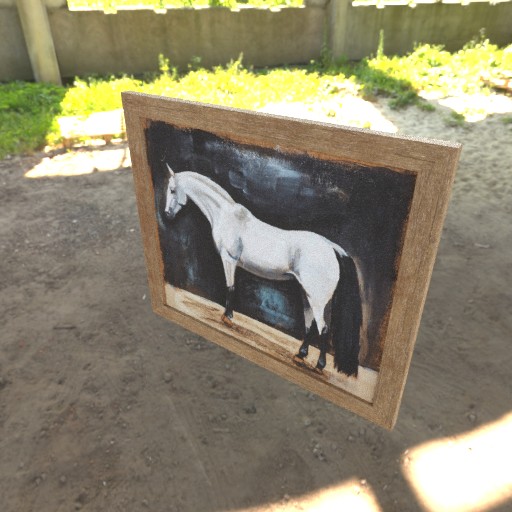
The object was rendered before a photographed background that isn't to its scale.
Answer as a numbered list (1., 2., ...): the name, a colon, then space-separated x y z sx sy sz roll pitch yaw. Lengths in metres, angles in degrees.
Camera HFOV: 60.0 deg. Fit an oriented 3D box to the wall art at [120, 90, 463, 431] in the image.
1. wall art: 0.000 0.000 0.932 0.690 0.588 0.026 20 36 30
